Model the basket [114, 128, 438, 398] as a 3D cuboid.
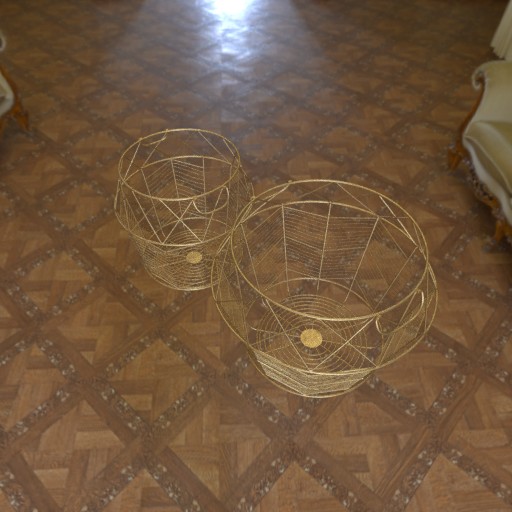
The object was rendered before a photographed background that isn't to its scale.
[{"bbox_3d":[0.000,0.000,1.029,0.805,0.343,0.451,32,55,26],"label":"basket"}]
